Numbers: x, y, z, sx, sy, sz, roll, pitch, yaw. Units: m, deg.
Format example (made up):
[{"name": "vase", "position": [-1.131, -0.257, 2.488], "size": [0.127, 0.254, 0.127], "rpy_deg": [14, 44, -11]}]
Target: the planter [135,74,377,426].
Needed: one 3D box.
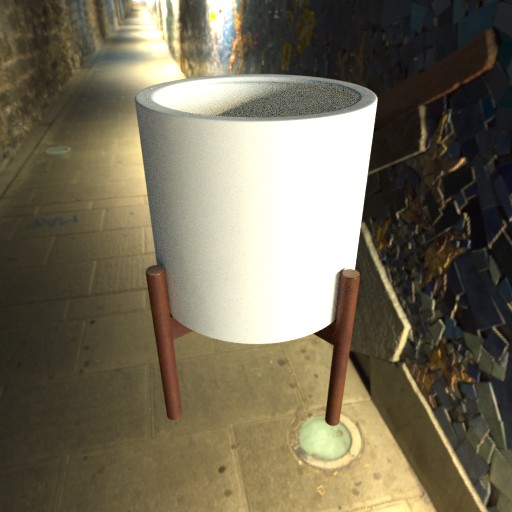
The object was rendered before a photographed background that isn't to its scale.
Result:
[{"name": "planter", "position": [0.000, 0.000, 0.952], "size": [0.417, 0.670, 0.417], "rpy_deg": [1, 31, 2]}]
